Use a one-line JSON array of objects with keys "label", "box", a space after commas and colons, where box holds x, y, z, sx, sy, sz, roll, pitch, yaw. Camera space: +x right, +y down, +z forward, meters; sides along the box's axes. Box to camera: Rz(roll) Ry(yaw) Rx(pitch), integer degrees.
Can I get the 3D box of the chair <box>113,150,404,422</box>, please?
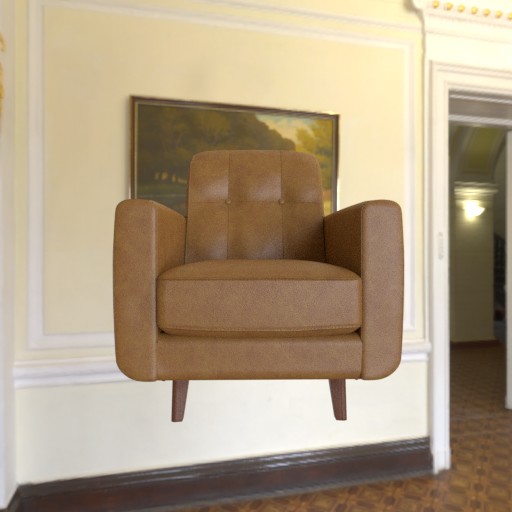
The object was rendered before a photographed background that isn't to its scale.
[{"label": "chair", "box": [0.000, 0.000, 1.715, 0.845, 0.968, 0.942, 0, 0, -1]}]
